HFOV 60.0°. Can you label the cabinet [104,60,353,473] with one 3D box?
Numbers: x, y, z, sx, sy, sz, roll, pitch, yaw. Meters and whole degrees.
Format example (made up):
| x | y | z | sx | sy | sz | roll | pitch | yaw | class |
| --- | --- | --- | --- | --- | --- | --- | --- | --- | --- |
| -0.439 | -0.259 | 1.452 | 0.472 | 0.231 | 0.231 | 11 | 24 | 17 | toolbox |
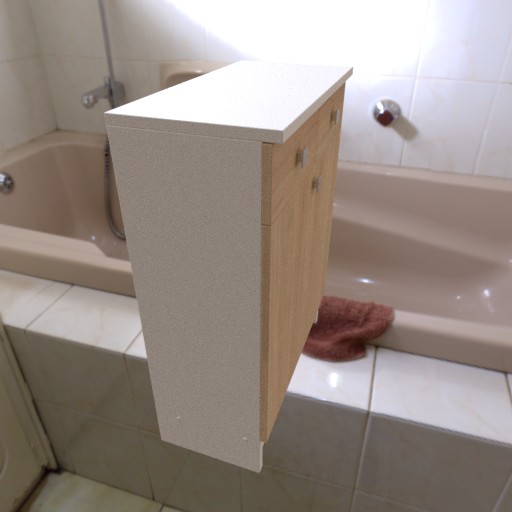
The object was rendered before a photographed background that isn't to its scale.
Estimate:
| x | y | z | sx | sy | sz | roll | pitch | yaw | class |
| --- | --- | --- | --- | --- | --- | --- | --- | --- | --- |
| 0.000 | 0.000 | 1.110 | 0.296 | 0.815 | 0.600 | 11 | 33 | 17 | cabinet |
